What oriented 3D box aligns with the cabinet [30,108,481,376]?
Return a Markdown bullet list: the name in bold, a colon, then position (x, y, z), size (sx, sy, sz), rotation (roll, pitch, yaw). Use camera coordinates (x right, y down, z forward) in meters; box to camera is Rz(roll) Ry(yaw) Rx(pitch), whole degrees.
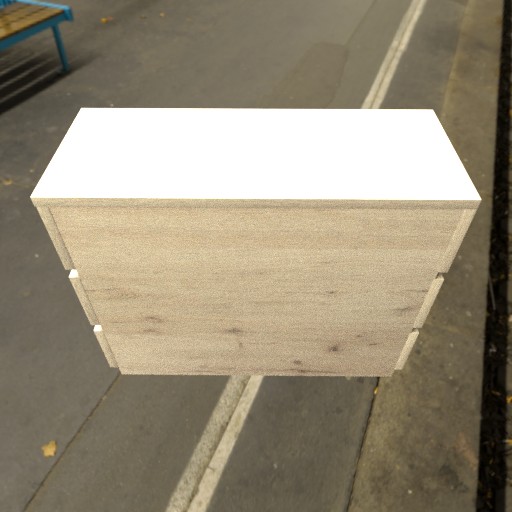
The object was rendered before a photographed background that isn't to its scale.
- **cabinet**: position (0.000, 0.000, 1.462), size (1.040, 0.820, 0.420), rotation (0, 46, 0)
